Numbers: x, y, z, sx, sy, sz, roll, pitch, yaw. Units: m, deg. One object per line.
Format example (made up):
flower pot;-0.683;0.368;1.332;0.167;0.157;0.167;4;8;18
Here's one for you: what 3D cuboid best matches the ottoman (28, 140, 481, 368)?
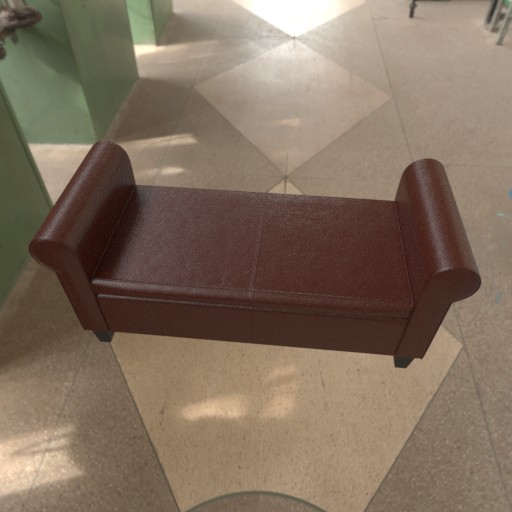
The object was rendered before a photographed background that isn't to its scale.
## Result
ottoman;0.000;0.000;1.548;1.256;0.547;0.521;4;46;4
